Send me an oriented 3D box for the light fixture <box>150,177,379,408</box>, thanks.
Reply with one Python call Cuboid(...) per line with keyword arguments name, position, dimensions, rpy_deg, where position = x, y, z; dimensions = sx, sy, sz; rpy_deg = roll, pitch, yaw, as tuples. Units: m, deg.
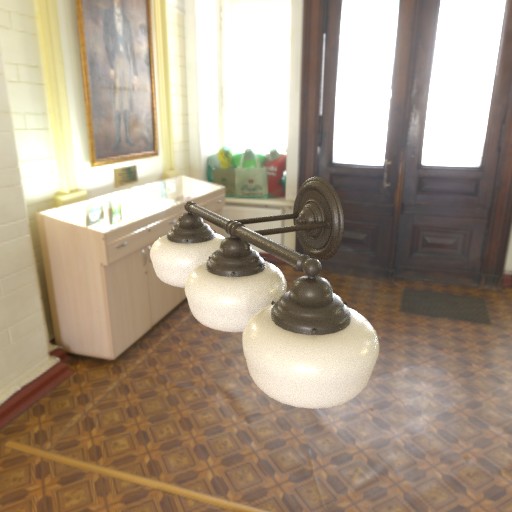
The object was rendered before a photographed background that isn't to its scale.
Cuboid(name="light fixture", position=(0.000, 0.000, 0.723), dimensions=(0.239, 0.242, 0.587), rpy_deg=(-9, 19, -26))
